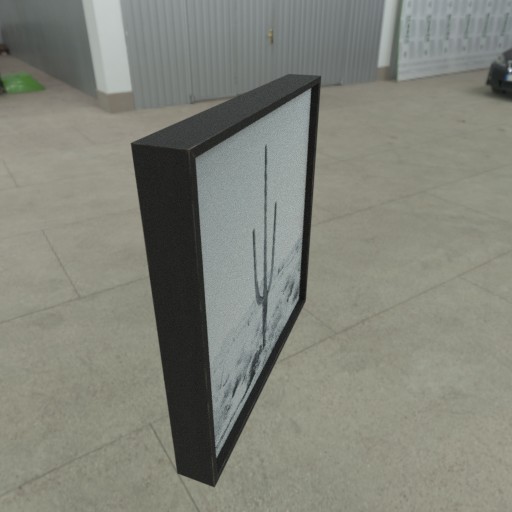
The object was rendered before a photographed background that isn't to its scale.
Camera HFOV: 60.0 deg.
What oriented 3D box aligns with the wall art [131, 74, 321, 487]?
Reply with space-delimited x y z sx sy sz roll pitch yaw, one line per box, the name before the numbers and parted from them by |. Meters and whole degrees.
wall art | 0.000 0.000 0.448 0.038 0.305 0.305 11 31 18
